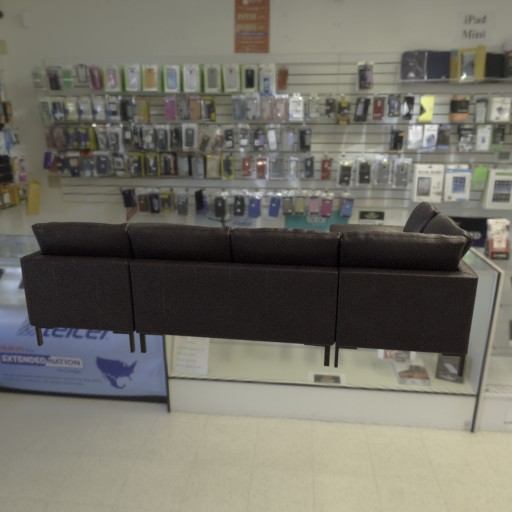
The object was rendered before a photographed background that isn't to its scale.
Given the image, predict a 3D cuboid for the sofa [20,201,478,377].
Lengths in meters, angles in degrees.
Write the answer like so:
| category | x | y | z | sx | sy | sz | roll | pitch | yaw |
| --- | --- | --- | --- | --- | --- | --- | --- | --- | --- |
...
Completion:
| category | x | y | z | sx | sy | sz | roll | pitch | yaw |
| --- | --- | --- | --- | --- | --- | --- | --- | --- | --- |
| sofa | 0.000 | 0.000 | 3.734 | 2.956 | 0.900 | 1.939 | 2 | 17 | 8 |
